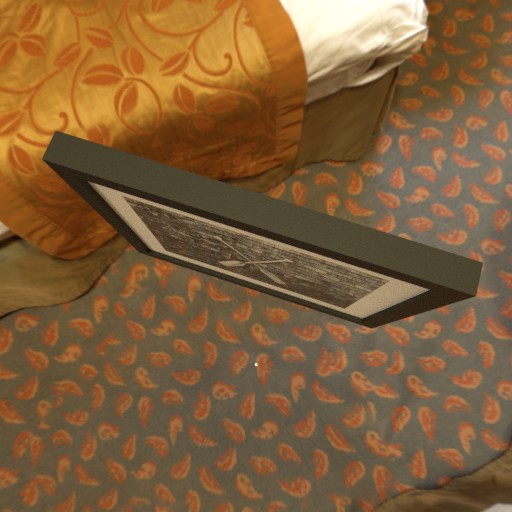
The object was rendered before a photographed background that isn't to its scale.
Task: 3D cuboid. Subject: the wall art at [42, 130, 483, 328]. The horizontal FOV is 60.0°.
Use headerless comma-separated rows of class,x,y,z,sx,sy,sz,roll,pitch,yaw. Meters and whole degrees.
wall art,0.000,0.000,0.533,0.381,0.330,0.029,18,77,4
